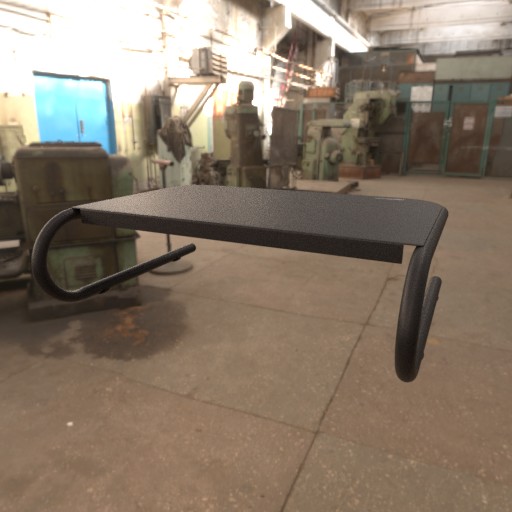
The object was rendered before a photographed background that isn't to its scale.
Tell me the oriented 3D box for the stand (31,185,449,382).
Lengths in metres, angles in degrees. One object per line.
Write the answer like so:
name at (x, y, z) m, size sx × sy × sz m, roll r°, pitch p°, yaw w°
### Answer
stand at (0.000, 0.000, 0.486) m, size 0.370 × 0.108 × 0.280 m, roll 8°, pitch 18°, yaw 25°
